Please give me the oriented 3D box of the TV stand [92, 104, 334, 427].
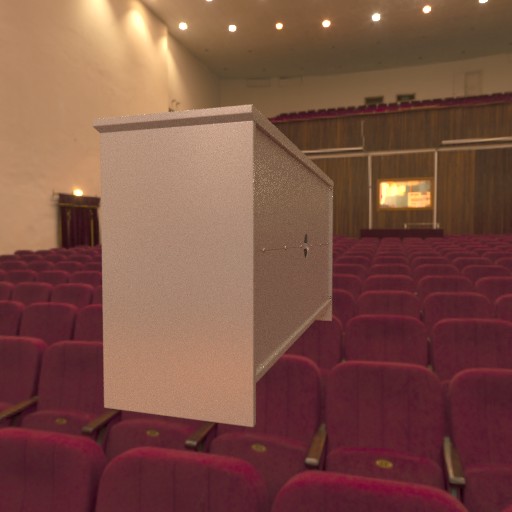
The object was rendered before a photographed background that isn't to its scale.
[{"bbox_3d":[0.000,0.000,1.426,0.344,0.603,1.167,1,2,17],"label":"TV stand"}]
